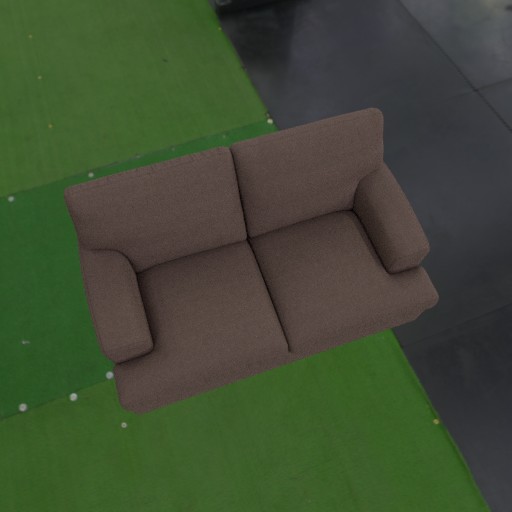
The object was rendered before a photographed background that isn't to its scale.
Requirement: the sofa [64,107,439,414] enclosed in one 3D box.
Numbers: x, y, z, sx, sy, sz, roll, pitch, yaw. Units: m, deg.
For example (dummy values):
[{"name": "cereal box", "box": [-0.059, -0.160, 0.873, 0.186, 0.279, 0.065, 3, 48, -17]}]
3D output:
[{"name": "sofa", "box": [0.000, 0.000, 2.523, 1.869, 0.950, 1.140, -17, 64, -9]}]
